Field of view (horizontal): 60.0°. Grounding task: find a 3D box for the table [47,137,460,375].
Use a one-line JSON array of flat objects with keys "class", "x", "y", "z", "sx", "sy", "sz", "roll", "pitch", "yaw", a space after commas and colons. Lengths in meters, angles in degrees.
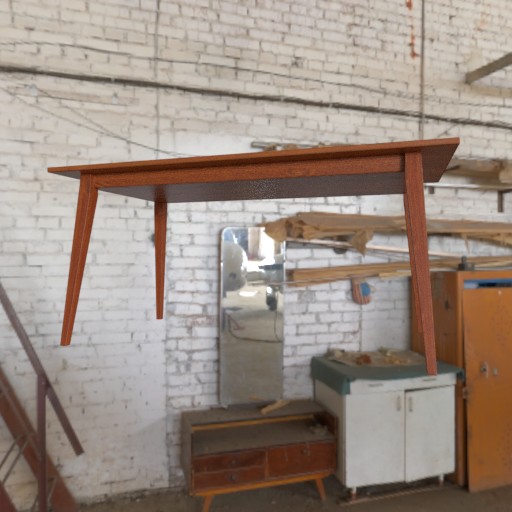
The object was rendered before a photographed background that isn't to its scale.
[{"class": "table", "x": 0.000, "y": 0.000, "z": 2.026, "sx": 1.609, "sy": 0.755, "sz": 0.811, "roll": 0, "pitch": 0, "yaw": 18}]
